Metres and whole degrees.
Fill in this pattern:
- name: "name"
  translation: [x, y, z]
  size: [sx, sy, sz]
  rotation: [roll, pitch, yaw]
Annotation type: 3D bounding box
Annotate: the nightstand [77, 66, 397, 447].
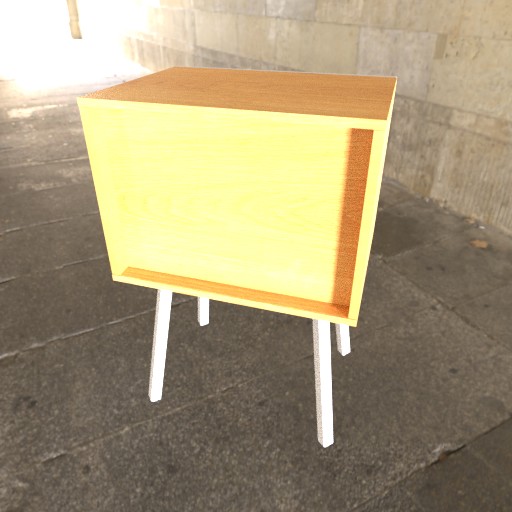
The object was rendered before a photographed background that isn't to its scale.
- name: "nightstand"
  translation: [0.000, 0.000, 0.822]
  size: [0.400, 0.601, 0.316]
  rotation: [9, 32, 15]
